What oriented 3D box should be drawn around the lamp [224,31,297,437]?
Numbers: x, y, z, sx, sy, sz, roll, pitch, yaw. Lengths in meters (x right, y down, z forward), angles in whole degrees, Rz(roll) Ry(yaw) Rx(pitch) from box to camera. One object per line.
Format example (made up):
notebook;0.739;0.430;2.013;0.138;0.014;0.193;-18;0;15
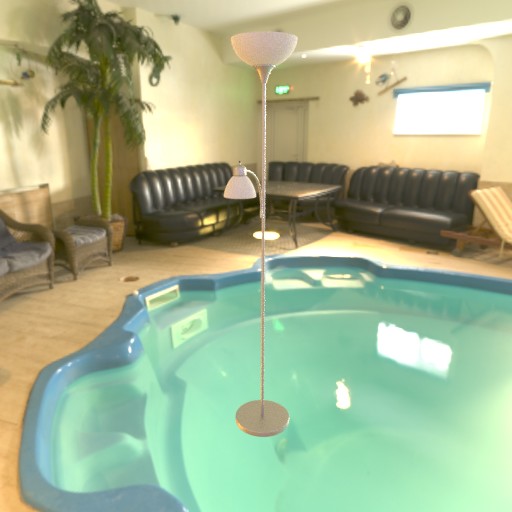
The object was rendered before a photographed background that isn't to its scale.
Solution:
lamp;0.000;0.000;1.986;0.279;1.804;0.425;7;17;25
